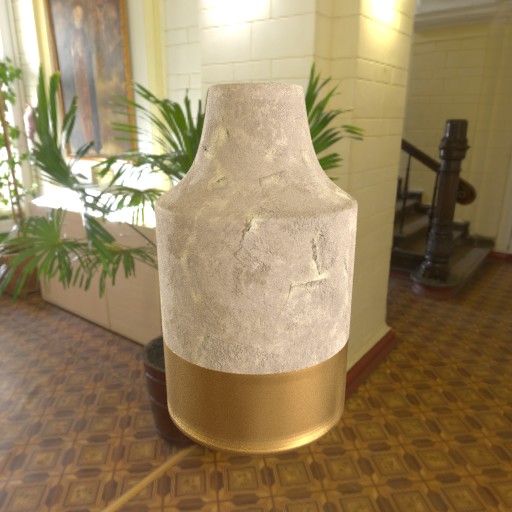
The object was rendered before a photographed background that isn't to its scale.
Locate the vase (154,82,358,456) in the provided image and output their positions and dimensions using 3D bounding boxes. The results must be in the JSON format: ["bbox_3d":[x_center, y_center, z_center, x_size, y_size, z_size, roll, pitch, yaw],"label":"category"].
[{"bbox_3d":[0.000,0.000,0.425,0.184,0.305,0.184,0,17,0],"label":"vase"}]
